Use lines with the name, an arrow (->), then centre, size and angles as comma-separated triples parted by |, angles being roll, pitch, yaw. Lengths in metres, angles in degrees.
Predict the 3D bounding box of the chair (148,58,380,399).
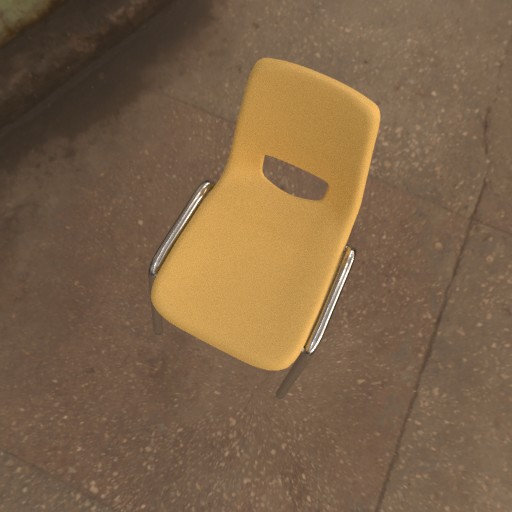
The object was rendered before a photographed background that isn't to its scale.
chair -> 0.000, 0.000, 0.839 | 0.354, 0.586, 0.423 | 26, 75, 7
